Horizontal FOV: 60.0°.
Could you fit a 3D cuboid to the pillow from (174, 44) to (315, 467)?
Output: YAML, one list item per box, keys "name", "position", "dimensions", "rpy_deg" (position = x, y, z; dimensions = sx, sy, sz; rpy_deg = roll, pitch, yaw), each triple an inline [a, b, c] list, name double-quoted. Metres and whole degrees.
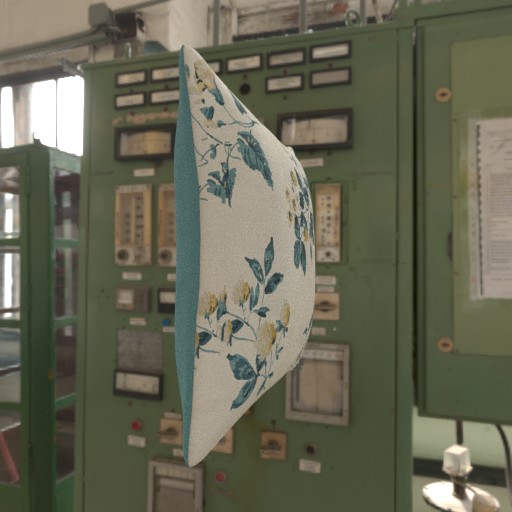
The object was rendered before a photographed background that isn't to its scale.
- name: "pillow"
  position: [0.000, 0.000, 0.773]
  dimensions: [0.166, 0.507, 0.526]
  rpy_deg: [0, -1, 19]
